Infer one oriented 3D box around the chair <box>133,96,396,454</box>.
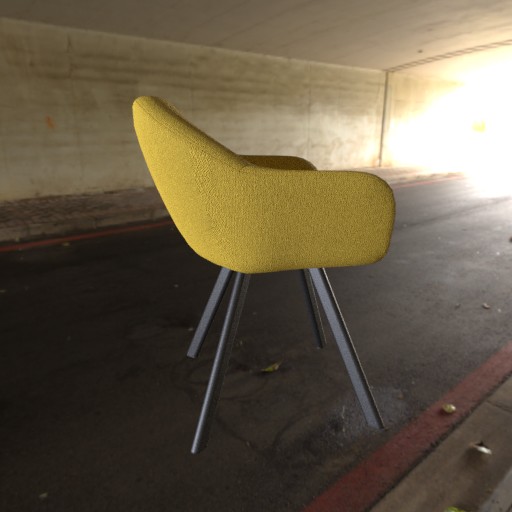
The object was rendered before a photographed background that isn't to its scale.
[{"bbox_3d":[0.000,0.000,1.149,0.565,0.775,0.545,-3,16,-9],"label":"chair"}]
